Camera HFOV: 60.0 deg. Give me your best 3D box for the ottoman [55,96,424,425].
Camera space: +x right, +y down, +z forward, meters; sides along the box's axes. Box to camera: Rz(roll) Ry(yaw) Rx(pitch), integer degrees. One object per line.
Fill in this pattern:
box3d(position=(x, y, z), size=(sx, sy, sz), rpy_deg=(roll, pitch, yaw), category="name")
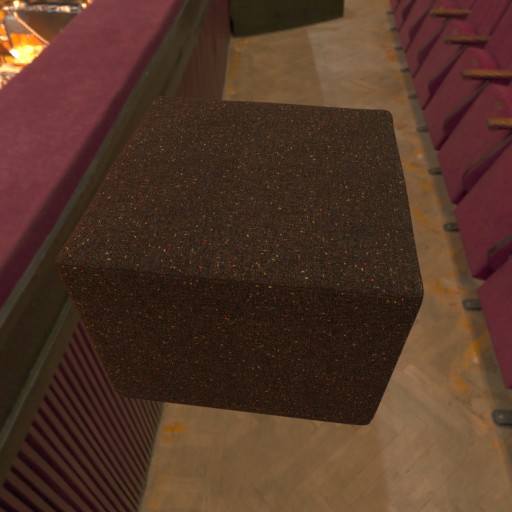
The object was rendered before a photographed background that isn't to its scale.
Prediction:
box3d(position=(0.000, 0.000, 0.883), size=(0.508, 0.432, 0.508), rpy_deg=(5, 45, 5), category="ottoman")
